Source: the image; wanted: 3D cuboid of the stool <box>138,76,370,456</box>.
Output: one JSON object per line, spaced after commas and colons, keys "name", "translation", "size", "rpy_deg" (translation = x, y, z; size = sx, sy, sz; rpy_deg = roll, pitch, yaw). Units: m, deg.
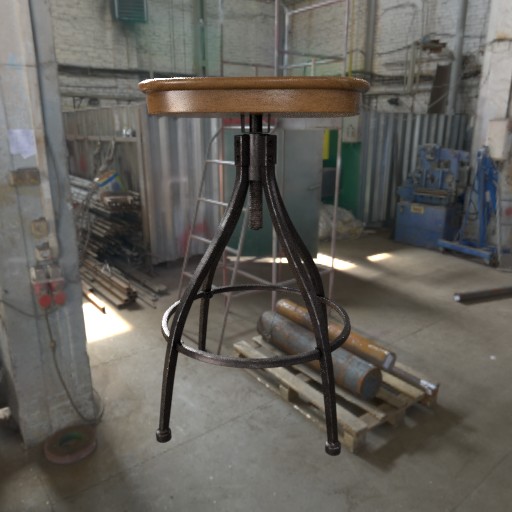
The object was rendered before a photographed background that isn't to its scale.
{"name": "stool", "translation": [0.000, 0.000, 0.966], "size": [0.432, 0.694, 0.424], "rpy_deg": [2, 16, 6]}
